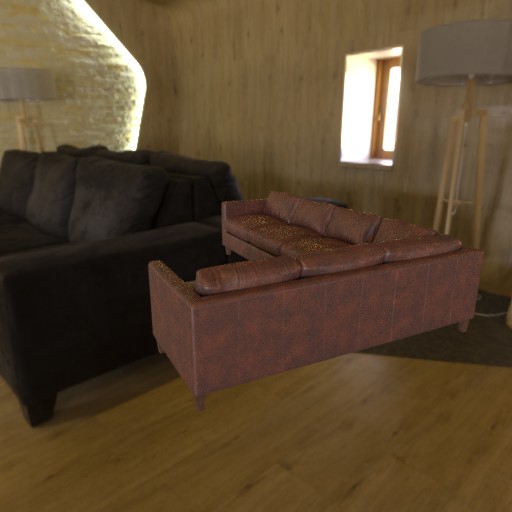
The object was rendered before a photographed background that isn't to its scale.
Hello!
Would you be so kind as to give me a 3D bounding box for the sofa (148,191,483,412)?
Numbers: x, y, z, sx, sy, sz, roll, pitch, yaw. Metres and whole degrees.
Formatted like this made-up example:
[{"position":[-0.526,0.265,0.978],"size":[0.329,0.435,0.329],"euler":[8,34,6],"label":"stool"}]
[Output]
[{"position":[0.000,0.000,4.359],"size":[2.438,0.836,3.152],"euler":[-8,18,-26],"label":"sofa"}]
